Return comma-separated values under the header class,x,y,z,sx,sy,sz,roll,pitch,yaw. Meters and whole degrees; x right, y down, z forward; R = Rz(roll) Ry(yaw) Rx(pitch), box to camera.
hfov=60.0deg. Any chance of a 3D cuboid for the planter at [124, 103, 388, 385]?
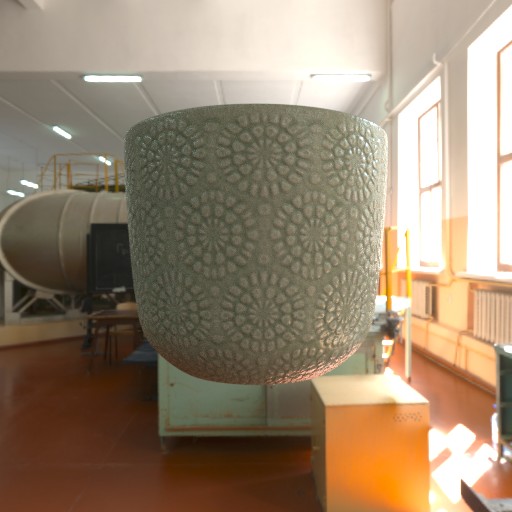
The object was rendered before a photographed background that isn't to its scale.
class,x,y,z,sx,sy,sz,roll,pitch,yaw
planter,0.000,0.000,0.218,0.124,0.109,0.124,0,0,0
